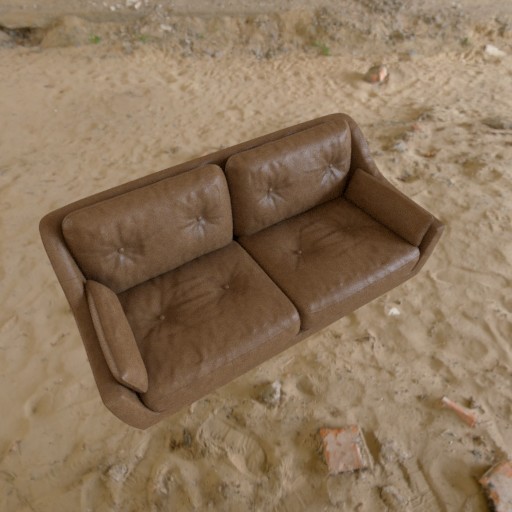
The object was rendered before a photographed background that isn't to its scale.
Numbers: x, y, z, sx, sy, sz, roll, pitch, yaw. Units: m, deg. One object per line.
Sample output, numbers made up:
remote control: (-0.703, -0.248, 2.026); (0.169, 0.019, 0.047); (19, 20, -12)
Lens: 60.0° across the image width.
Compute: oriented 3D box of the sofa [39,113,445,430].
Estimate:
sofa: (0.000, 0.000, 2.338); (1.902, 0.839, 0.904); (-25, 51, -22)
